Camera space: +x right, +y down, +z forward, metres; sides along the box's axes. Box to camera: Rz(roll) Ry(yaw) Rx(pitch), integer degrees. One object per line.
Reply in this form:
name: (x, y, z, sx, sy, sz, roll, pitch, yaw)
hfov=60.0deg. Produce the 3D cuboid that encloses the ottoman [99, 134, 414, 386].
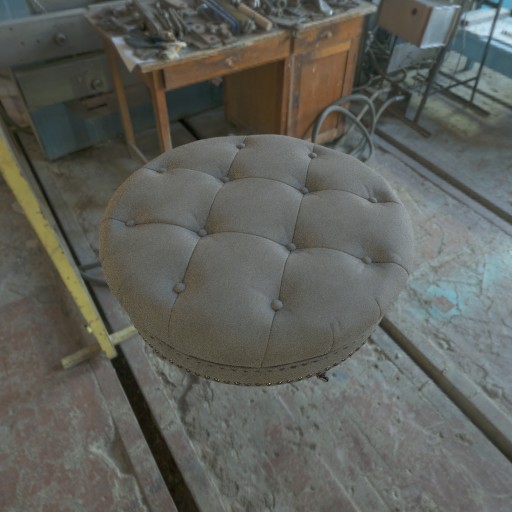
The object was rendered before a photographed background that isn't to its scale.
ottoman: (0.000, 0.000, 1.404, 0.901, 0.439, 0.901, 0, 47, 0)
